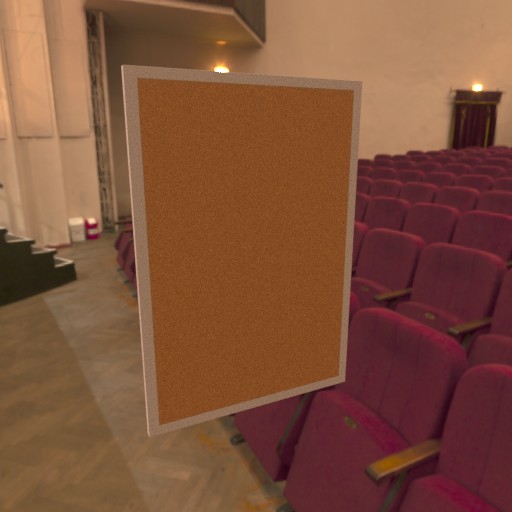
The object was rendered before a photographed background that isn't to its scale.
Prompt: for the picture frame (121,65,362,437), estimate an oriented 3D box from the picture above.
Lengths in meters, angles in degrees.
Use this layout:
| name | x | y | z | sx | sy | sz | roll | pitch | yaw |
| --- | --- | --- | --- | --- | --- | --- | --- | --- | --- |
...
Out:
| name | x | y | z | sx | sy | sz | roll | pitch | yaw |
| --- | --- | --- | --- | --- | --- | --- | --- | --- | --- |
| picture frame | 0.000 | 0.000 | 0.860 | 0.457 | 0.657 | 0.013 | -7 | 16 | -25 |
